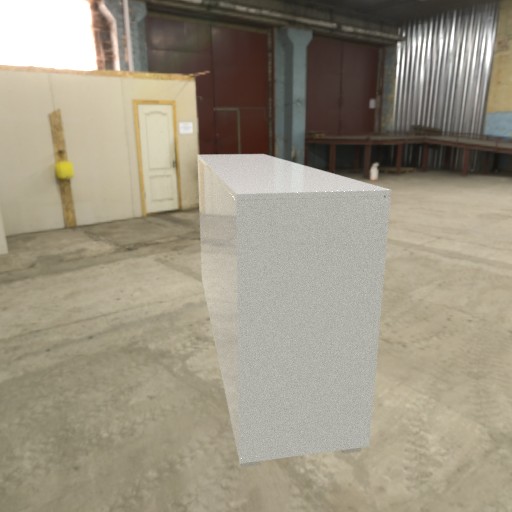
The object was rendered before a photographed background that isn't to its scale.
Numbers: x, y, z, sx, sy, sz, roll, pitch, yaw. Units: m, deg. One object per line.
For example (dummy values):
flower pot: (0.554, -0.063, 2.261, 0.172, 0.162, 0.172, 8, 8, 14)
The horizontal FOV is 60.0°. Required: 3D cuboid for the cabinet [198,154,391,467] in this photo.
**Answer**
cabinet: (0.000, 0.000, 1.990, 0.400, 0.800, 1.650, -3, 16, -10)
